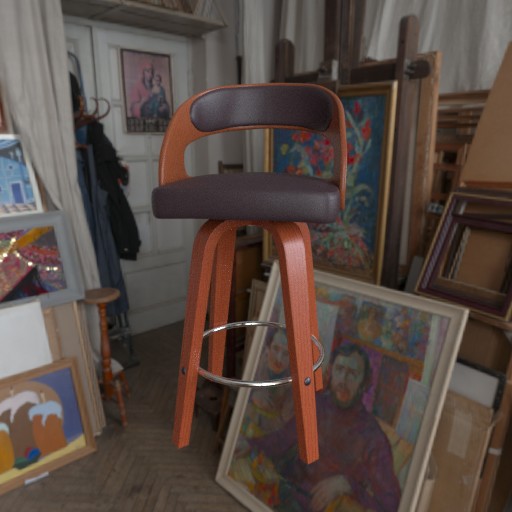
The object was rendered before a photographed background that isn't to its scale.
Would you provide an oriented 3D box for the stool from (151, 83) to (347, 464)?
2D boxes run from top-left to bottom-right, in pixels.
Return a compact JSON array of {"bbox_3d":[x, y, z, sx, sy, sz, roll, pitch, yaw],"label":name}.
[{"bbox_3d":[0.000,0.000,1.209,0.457,0.940,0.457,2,14,10],"label":"stool"}]
